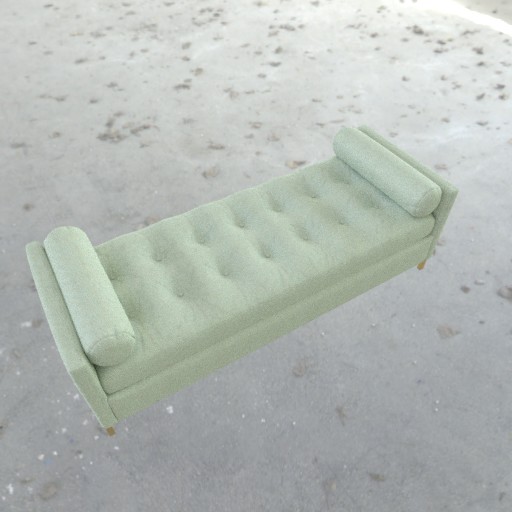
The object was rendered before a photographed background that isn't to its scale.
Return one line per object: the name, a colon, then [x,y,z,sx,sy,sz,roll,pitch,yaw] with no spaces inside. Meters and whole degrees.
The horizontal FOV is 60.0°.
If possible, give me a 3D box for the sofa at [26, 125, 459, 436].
sofa: [0.000,0.000,2.429,2.102,0.705,0.796,-24,51,-21]
